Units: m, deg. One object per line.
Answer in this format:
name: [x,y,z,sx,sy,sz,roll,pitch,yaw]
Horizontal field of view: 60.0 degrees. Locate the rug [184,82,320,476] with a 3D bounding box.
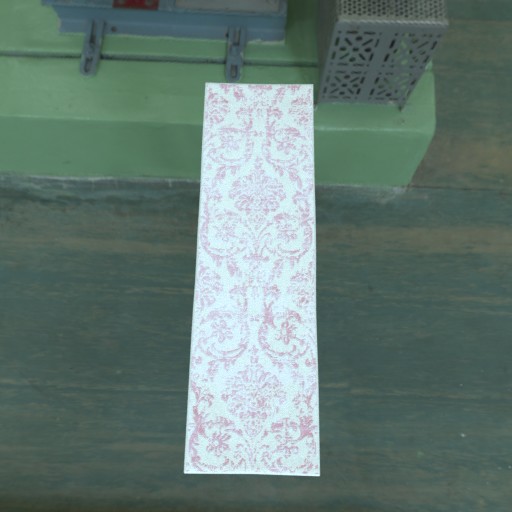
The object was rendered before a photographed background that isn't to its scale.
rug: [0.000,0.000,2.434,0.662,0.011,2.196,1,75,0]
